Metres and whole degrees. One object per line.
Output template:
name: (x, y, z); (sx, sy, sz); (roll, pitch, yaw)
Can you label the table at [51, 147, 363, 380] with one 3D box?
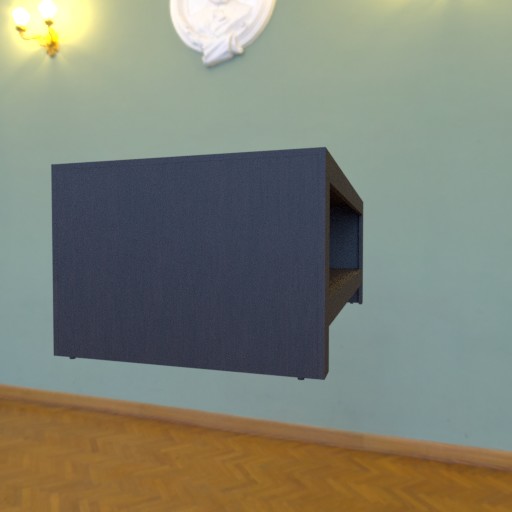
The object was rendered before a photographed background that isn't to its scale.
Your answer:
table: (0.000, 0.000, 1.410); (0.597, 0.424, 1.099); (0, 2, 17)
